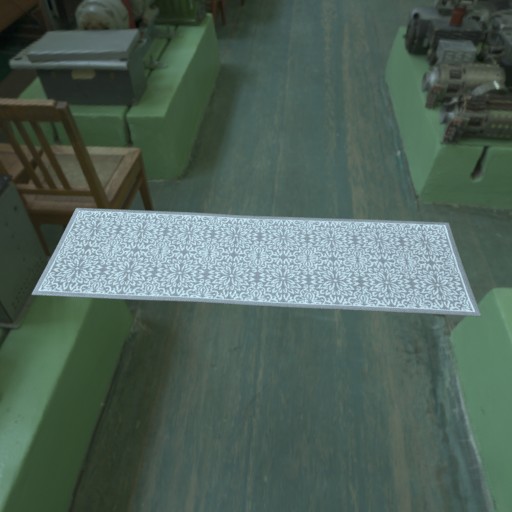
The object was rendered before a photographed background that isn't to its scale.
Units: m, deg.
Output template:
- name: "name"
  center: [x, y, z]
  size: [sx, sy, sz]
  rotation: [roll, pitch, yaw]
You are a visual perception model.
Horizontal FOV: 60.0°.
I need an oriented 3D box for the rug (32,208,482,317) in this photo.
- name: "rug"
  center: [0.000, 0.000, 2.383]
  size: [2.196, 0.011, 0.662]
  rotation: [2, 47, 2]
